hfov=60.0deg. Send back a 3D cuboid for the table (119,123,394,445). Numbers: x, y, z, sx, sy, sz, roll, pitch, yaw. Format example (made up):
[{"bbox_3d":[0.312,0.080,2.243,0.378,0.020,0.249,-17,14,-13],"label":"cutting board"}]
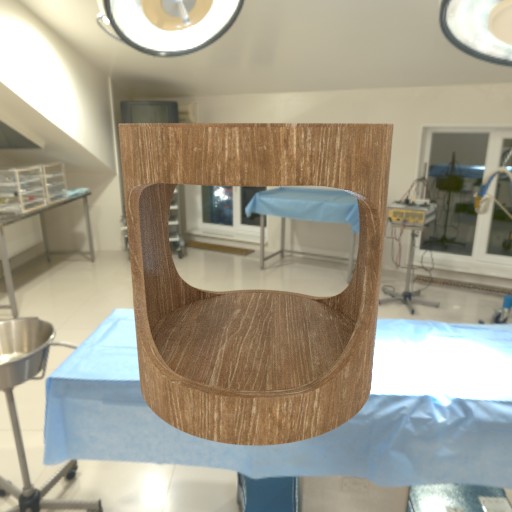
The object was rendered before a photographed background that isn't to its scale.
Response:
[{"bbox_3d":[0.000,0.000,0.963,0.527,0.551,0.527,0,16,0],"label":"table"}]
